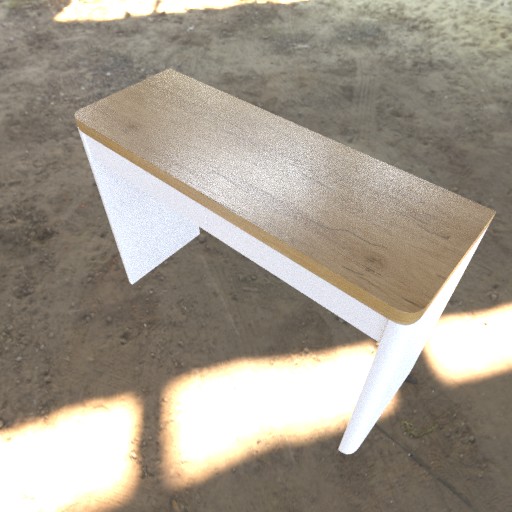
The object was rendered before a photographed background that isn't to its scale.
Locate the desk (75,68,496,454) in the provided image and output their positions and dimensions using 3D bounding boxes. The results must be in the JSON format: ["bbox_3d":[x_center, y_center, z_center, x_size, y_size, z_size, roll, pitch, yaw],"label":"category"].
[{"bbox_3d":[0.000,0.000,1.427,1.100,0.760,0.390,32,55,26],"label":"desk"}]
